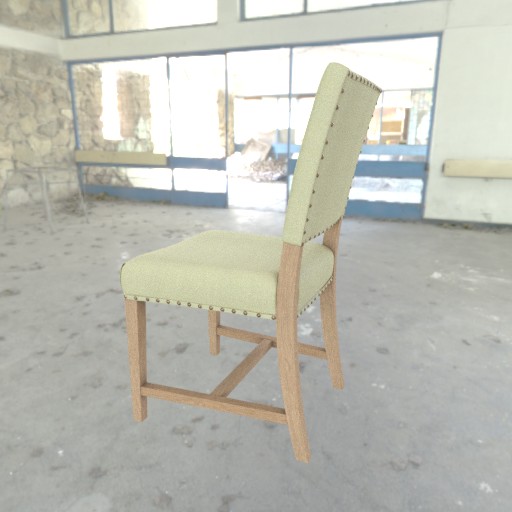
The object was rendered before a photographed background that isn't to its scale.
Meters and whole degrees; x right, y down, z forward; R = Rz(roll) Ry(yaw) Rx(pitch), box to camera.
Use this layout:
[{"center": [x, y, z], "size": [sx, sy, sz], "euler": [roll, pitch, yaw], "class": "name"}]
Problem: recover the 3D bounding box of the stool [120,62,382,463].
[{"center": [0.000, 0.000, 1.330], "size": [0.623, 0.986, 0.508], "euler": [7, 16, 23], "class": "stool"}]
